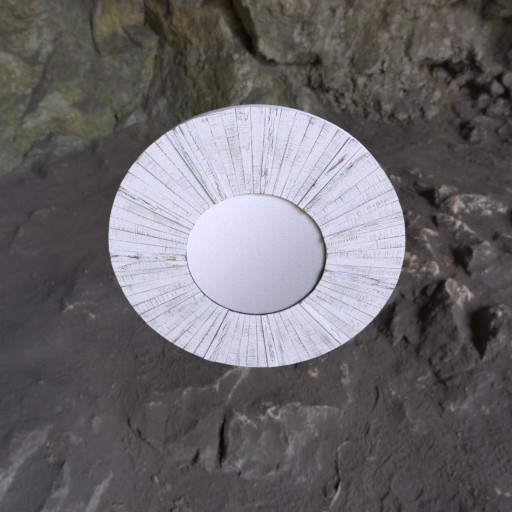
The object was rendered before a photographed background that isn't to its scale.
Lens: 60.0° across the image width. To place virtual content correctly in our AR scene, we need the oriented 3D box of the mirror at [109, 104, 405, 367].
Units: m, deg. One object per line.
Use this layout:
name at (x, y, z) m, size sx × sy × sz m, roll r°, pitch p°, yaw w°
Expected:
mirror at (0.000, 0.000, 1.396) m, size 0.914 × 0.914 × 0.038 m, roll 1°, pitch 30°, yaw 1°
